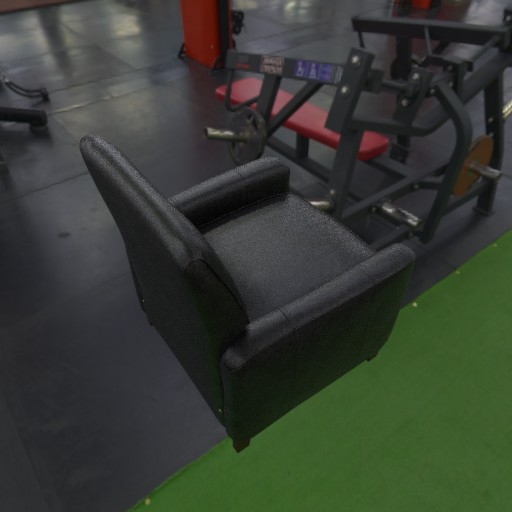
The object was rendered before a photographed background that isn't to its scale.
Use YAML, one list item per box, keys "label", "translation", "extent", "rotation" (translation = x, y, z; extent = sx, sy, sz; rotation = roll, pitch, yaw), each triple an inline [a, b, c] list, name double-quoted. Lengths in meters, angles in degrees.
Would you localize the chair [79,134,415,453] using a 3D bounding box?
- label: "chair"
  translation: [0.000, 0.000, 1.628]
  extent: [0.864, 1.014, 0.848]
  rotation: [-26, 48, -25]
